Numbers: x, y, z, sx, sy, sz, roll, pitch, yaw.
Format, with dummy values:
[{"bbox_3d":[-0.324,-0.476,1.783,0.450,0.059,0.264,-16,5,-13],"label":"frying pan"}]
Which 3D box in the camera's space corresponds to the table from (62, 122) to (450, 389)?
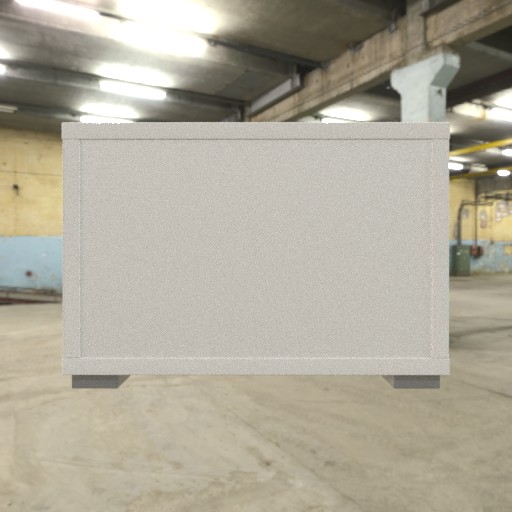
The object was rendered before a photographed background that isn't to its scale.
[{"bbox_3d":[0.000,0.000,0.789,0.517,0.357,0.399,0,0,0],"label":"table"}]
